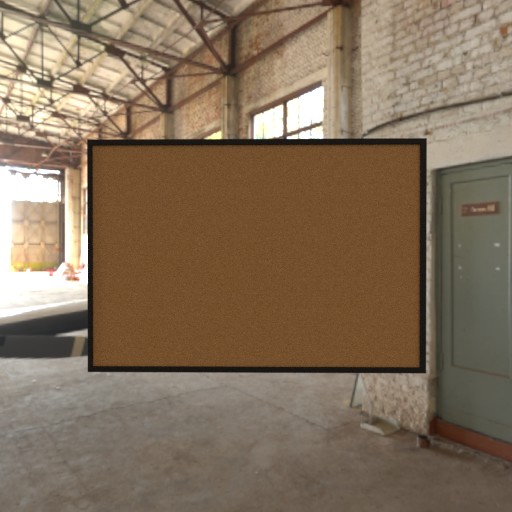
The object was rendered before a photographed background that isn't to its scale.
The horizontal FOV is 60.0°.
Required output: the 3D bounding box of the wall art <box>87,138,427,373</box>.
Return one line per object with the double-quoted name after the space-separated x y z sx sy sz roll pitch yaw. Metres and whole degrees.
0.000 0.000 1.266 0.963 0.665 0.013 0 0 1 "wall art"
